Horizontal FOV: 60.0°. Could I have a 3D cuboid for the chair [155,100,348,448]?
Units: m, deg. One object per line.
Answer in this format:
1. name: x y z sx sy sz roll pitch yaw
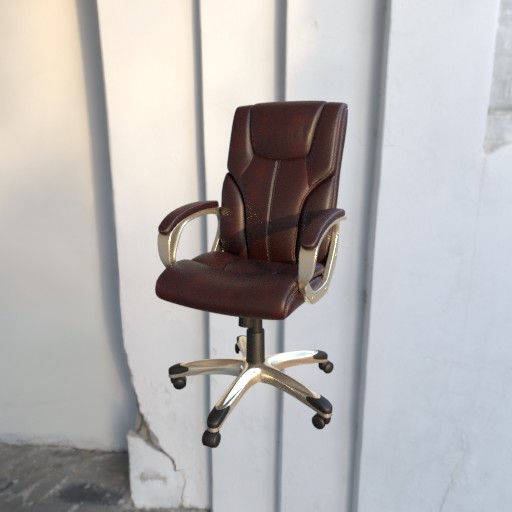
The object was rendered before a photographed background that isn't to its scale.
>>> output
1. chair: 0.000 0.000 1.601 0.662 1.107 0.739 7 16 24
